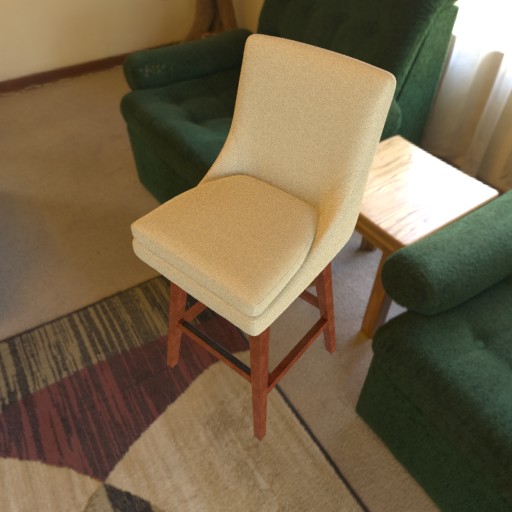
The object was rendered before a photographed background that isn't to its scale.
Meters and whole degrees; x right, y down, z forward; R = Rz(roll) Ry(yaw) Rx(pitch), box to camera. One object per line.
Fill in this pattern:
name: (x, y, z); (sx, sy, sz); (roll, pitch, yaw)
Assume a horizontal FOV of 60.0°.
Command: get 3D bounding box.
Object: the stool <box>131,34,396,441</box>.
stool: (0.000, 0.000, 1.371); (0.470, 1.092, 0.559); (30, 53, 27)
